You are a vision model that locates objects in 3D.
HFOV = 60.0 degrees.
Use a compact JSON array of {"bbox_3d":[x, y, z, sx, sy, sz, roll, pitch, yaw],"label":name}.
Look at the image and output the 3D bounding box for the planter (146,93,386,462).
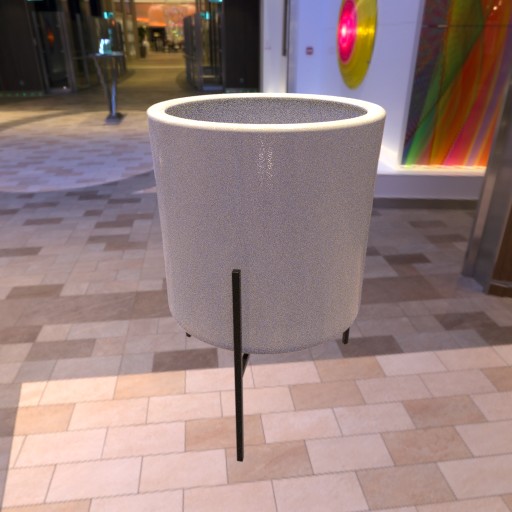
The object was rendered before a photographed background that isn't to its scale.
[{"bbox_3d":[0.000,0.000,0.736,0.361,0.480,0.360,18,31,32],"label":"planter"}]
